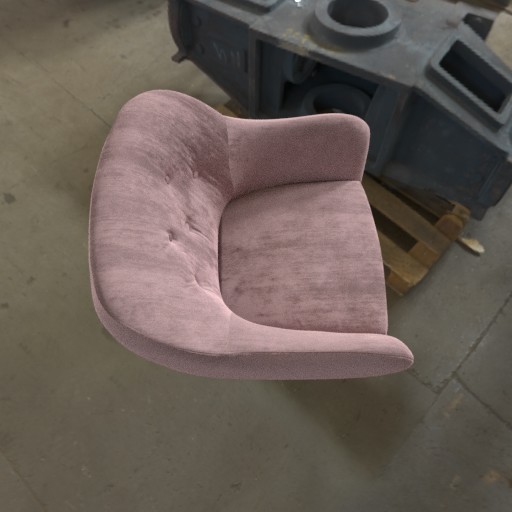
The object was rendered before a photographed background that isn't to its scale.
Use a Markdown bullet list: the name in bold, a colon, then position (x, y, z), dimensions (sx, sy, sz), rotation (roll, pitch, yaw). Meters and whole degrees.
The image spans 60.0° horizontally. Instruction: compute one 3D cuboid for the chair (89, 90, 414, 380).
- **chair**: position (0.000, 0.000, 1.455), dimensions (0.820, 0.820, 0.840), rotation (-2, 63, -1)
